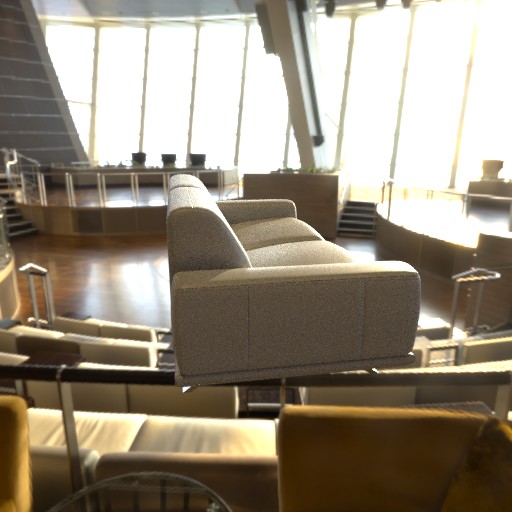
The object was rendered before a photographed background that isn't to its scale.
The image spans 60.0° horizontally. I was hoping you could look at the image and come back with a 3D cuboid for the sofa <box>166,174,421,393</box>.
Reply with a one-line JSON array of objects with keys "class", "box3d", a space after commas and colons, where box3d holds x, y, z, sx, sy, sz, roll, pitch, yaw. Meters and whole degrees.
[{"class": "sofa", "box3d": [0.000, 0.000, 2.401, 0.900, 0.772, 1.901, -3, 15, -10]}]
